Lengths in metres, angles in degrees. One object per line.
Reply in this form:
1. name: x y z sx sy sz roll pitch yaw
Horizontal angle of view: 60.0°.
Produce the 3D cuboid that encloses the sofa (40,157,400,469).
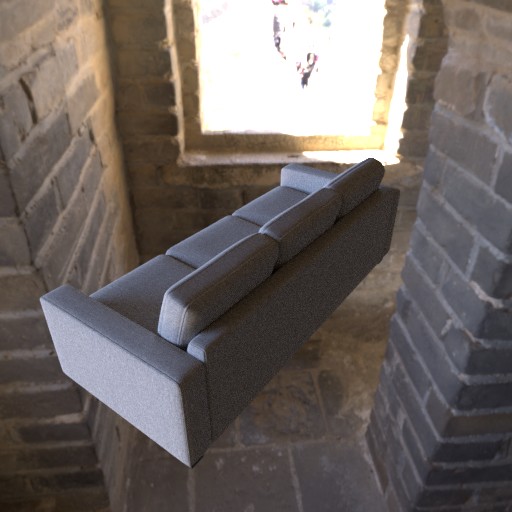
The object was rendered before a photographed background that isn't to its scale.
1. sofa: 0.000 0.000 2.566 0.900 0.800 2.120 21 38 30
